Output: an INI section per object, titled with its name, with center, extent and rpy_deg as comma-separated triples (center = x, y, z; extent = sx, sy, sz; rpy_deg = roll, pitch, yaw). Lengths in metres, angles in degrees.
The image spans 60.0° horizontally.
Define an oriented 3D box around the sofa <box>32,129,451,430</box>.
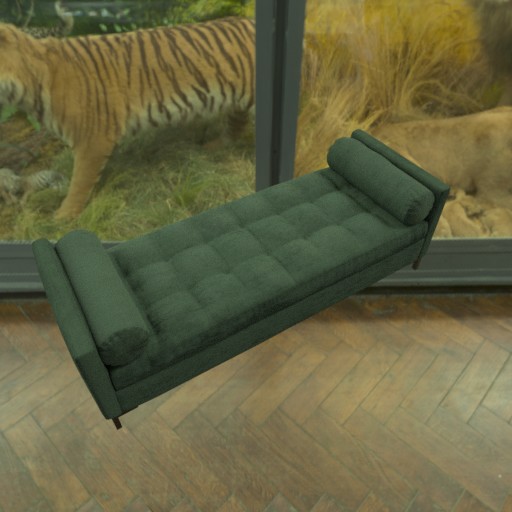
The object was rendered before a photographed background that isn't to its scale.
[sofa]
center = 0.000, 0.000, 2.523
extent = 2.130, 0.681, 0.817
rpy_deg = -23, 49, -22
